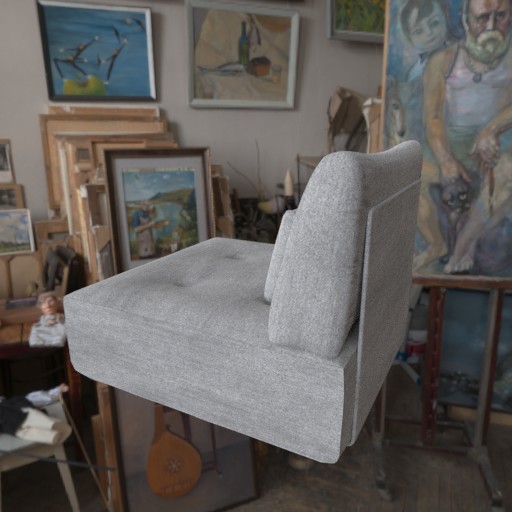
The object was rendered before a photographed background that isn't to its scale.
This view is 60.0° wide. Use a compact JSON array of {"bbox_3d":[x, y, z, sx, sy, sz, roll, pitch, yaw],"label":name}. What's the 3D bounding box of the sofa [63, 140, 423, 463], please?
[{"bbox_3d":[0.000,0.000,1.641,1.000,0.820,0.930,9,18,27],"label":"sofa"}]
